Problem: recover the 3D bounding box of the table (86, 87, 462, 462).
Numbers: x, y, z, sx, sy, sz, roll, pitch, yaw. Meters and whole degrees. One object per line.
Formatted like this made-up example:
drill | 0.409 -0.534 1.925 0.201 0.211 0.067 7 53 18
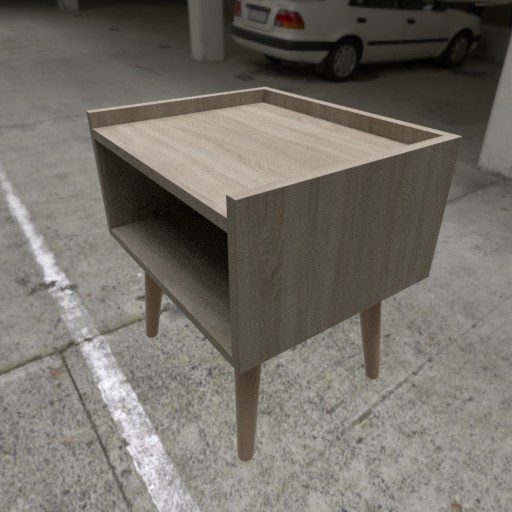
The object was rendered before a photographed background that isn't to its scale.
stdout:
table | 0.000 0.000 0.789 0.370 0.470 0.450 -20 36 -30
